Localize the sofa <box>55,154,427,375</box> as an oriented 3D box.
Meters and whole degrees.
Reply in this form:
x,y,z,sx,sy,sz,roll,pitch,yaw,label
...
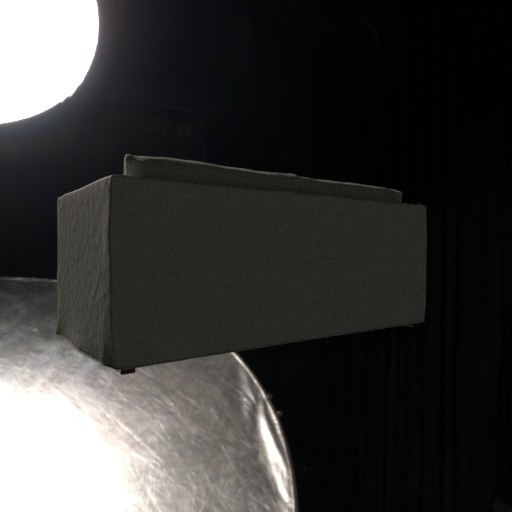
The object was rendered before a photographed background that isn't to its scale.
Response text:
x,y,z,sx,sy,sz,roll,pitch,yaw,label
0.000,0.000,2.545,1.987,0.870,0.940,-1,1,-36,sofa
